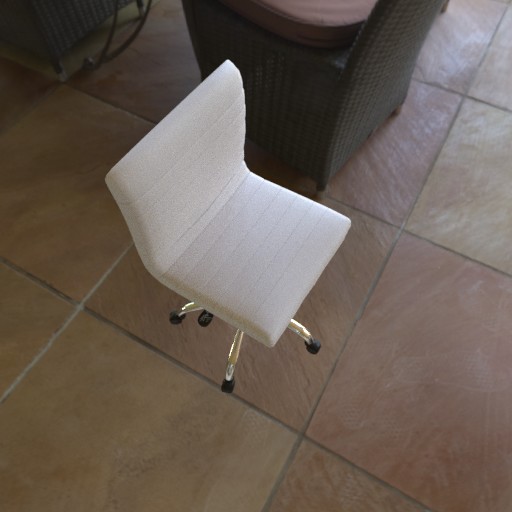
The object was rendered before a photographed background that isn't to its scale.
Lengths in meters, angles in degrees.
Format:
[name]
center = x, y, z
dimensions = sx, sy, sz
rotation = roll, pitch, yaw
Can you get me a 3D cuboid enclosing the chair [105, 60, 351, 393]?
[chair]
center = 0.000, 0.000, 1.094
dimensions = 0.455, 0.750, 0.520
rotation = 29, 64, 16
